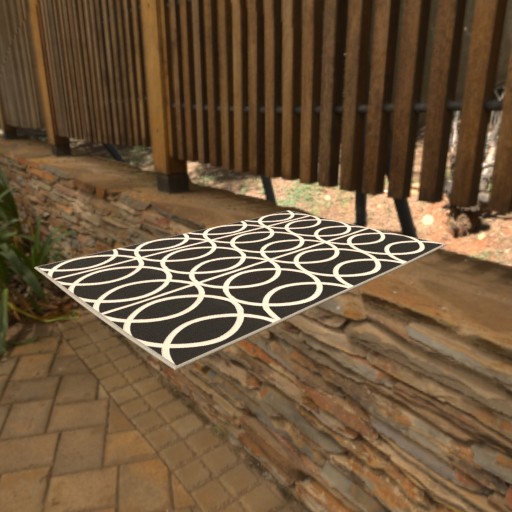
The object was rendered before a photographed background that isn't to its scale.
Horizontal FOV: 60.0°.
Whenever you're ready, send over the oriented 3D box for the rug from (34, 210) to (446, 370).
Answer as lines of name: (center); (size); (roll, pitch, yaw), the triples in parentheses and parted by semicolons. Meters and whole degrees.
rug: (0.000, 0.000, 2.905); (2.294, 0.014, 1.528); (-17, 25, -41)
